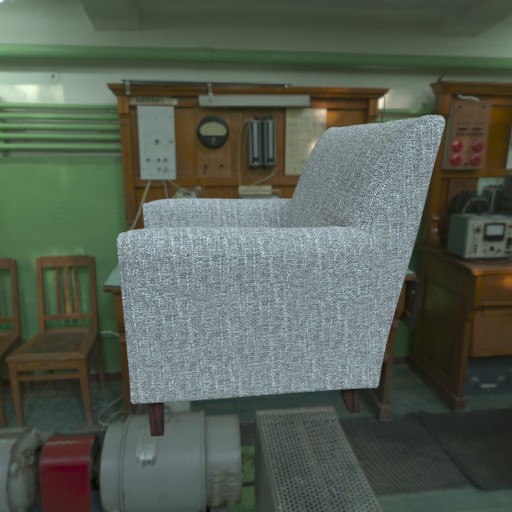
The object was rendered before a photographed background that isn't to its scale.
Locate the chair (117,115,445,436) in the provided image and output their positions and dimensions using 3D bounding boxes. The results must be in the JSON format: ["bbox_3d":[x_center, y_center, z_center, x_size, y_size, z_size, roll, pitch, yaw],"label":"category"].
[{"bbox_3d":[0.000,0.000,1.599,0.873,0.928,0.864,-2,14,-8],"label":"chair"}]
